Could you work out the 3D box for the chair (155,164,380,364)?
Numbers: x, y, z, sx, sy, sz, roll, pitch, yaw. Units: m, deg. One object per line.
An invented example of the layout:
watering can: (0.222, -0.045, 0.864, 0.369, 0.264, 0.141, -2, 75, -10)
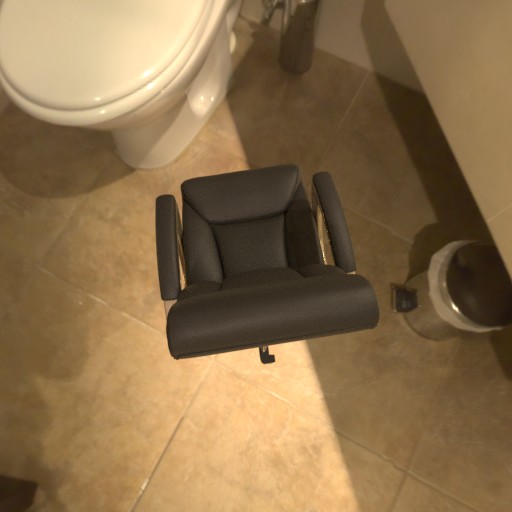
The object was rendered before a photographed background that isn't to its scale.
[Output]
chair: (0.000, 0.000, 1.603, 0.694, 1.188, 0.748, -9, 75, -2)
